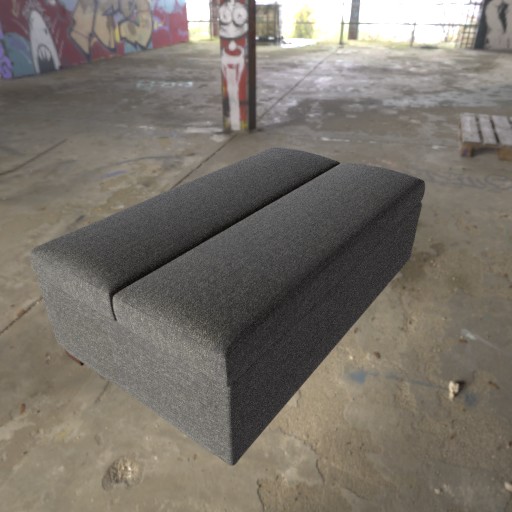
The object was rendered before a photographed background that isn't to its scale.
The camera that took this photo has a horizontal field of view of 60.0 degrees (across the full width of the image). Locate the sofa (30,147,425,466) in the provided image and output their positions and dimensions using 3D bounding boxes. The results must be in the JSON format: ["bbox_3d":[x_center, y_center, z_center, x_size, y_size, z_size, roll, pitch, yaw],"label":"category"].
[{"bbox_3d":[0.000,0.000,1.572,0.782,0.417,1.198,21,36,31],"label":"sofa"}]
